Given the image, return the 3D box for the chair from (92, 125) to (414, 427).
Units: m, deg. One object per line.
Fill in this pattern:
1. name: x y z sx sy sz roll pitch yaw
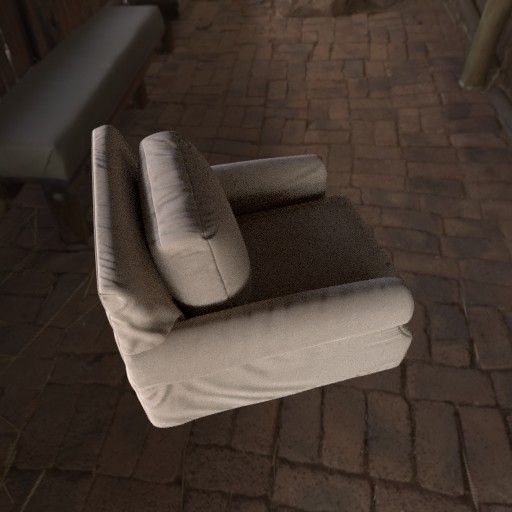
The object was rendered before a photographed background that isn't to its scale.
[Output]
1. chair: 0.000 0.000 1.719 1.066 0.866 0.940 -11 47 -11
